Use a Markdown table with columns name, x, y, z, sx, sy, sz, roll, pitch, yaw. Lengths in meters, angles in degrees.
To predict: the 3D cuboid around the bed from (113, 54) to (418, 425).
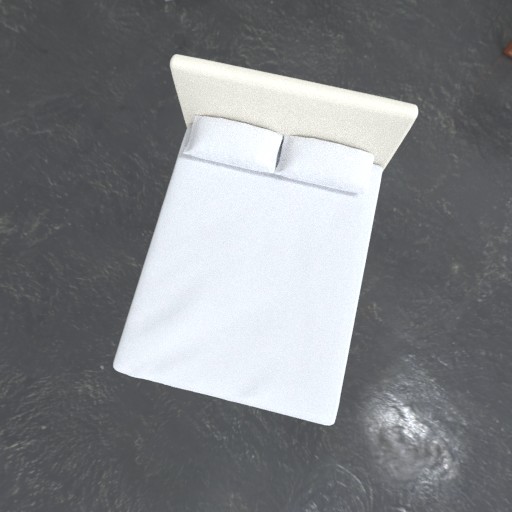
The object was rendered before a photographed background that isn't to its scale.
| name | x | y | z | sx | sy | sz | roll | pitch | yaw |
| --- | --- | --- | --- | --- | --- | --- | --- | --- | --- |
| bed | 0.000 | 0.000 | 3.249 | 1.713 | 1.330 | 2.142 | 13 | 76 | 3 |
